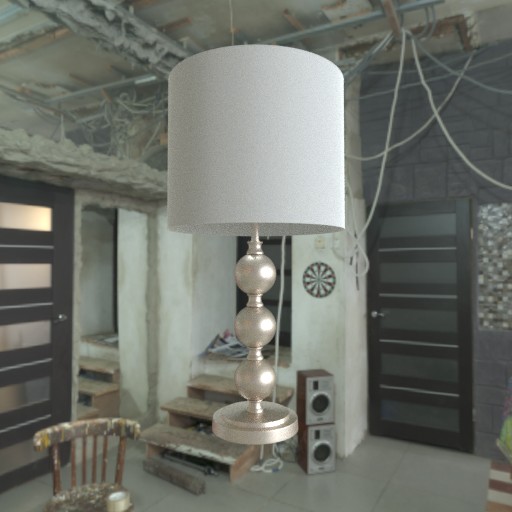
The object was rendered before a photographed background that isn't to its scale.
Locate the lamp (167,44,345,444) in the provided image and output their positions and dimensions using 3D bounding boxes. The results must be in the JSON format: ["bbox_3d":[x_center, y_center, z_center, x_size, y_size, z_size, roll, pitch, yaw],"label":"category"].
[{"bbox_3d":[0.000,0.000,0.701,0.277,0.538,0.277,0,-1,0],"label":"lamp"}]
